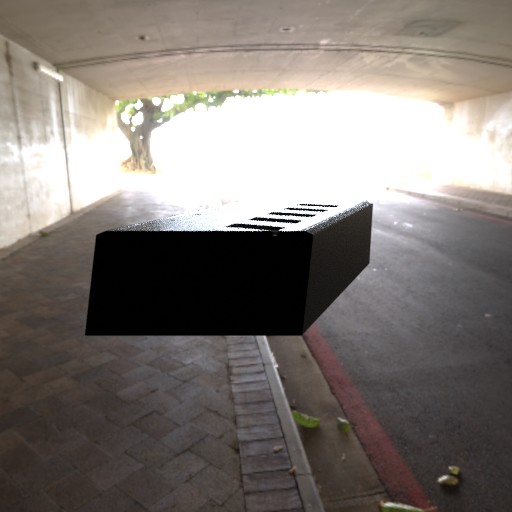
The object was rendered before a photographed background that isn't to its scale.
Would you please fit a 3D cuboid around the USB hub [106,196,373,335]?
[{"bbox_3d":[0.000,0.000,0.126,0.044,0.023,0.110,6,15,25],"label":"USB hub"}]
